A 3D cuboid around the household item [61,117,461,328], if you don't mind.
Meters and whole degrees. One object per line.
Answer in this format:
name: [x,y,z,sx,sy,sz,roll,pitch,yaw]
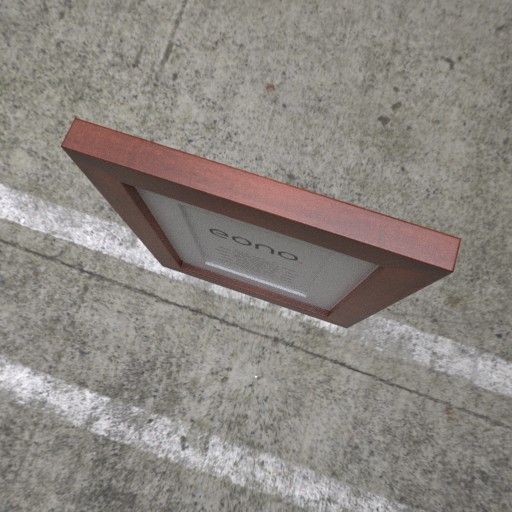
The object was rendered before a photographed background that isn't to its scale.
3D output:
household item: [0.000,0.000,0.337,0.200,0.250,0.020,18,76,5]
